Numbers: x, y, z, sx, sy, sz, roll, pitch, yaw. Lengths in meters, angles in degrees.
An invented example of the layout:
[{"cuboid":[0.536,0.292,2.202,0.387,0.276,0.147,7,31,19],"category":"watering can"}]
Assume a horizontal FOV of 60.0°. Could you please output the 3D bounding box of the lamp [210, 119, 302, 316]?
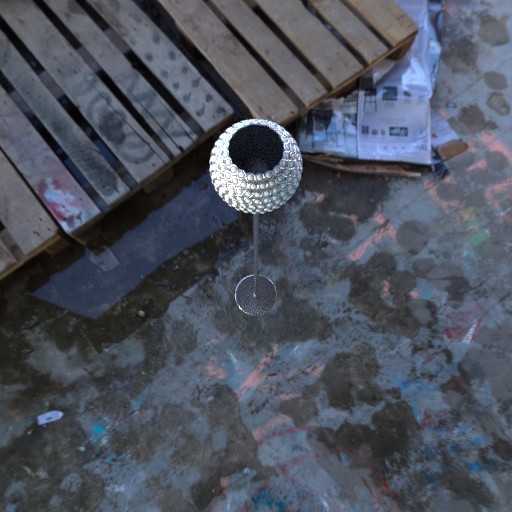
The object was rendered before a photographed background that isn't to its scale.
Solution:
[{"cuboid":[0.000,0.000,1.875,0.254,1.805,0.254,0,74,0],"category":"lamp"}]
